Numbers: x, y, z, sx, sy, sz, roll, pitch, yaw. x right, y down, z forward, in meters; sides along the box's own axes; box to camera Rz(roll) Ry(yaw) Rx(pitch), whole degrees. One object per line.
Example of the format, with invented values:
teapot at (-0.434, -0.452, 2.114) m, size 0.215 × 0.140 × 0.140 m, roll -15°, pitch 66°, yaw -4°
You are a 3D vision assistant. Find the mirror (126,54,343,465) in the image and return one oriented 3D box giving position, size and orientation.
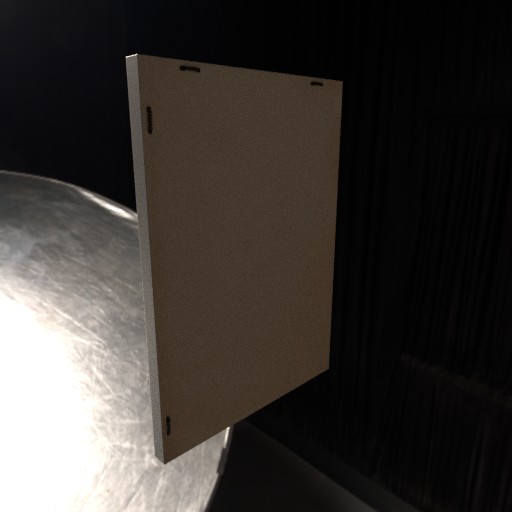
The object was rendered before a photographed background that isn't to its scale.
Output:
mirror at (0.000, 0.000, 0.917) m, size 0.507 × 0.710 × 0.039 m, roll -15°, pitch 21°, yaw -42°
